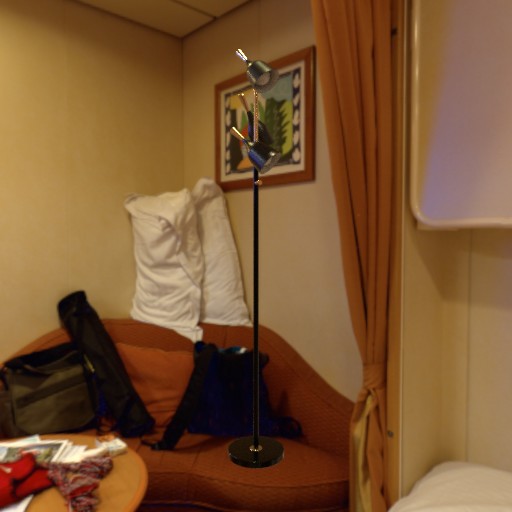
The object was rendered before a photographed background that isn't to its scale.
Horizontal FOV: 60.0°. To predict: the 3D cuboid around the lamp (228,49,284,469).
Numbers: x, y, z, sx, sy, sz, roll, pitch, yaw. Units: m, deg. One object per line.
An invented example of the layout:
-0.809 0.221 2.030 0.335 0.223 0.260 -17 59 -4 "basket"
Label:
0.000 0.000 1.952 0.253 1.778 0.434 0 2 0 "lamp"
